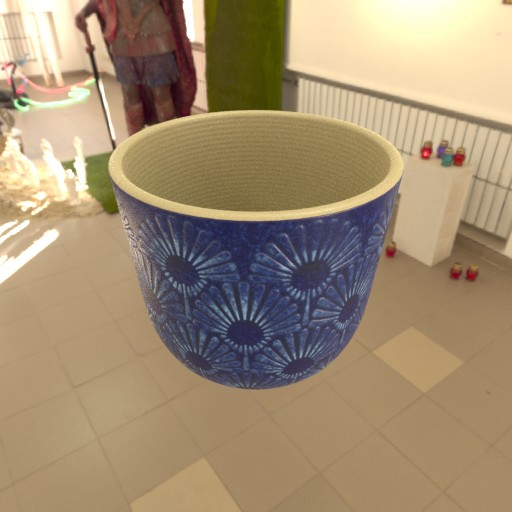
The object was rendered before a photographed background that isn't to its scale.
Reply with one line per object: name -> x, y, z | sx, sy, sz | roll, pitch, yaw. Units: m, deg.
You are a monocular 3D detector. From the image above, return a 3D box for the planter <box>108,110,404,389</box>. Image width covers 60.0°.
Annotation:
planter -> 0.000, 0.000, 0.305 | 0.170, 0.153, 0.170 | 0, 33, 0
